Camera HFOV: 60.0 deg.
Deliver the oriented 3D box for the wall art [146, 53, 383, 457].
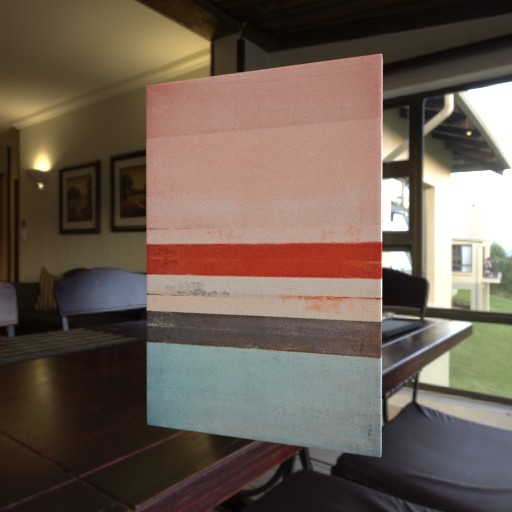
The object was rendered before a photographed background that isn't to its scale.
[{"bbox_3d":[0.000,0.000,1.116,0.610,0.914,0.038,0,1,18],"label":"wall art"}]
